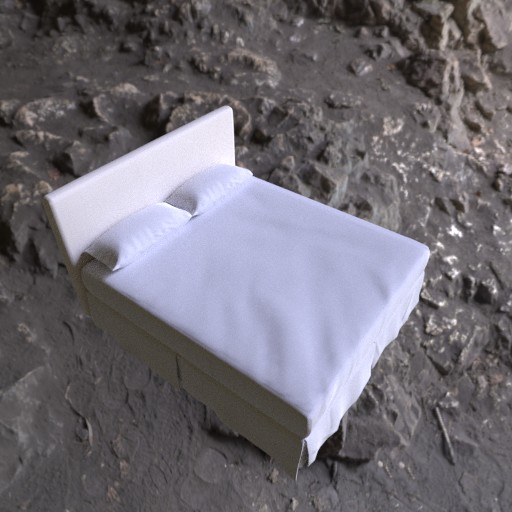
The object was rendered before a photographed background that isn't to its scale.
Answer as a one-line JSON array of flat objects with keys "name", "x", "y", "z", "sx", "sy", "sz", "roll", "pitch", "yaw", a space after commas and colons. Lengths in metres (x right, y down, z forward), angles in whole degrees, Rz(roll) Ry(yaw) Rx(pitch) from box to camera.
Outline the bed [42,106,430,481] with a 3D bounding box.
[{"name": "bed", "x": 0.000, "y": 0.000, "z": 3.623, "sx": 2.341, "sy": 1.317, "sz": 2.119, "roll": 26, "pitch": 48, "yaw": 27}]
